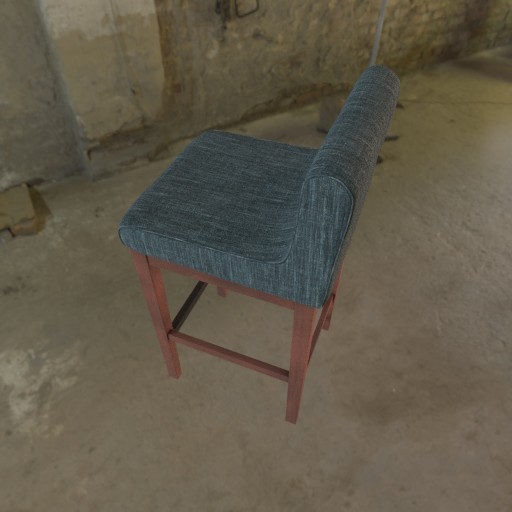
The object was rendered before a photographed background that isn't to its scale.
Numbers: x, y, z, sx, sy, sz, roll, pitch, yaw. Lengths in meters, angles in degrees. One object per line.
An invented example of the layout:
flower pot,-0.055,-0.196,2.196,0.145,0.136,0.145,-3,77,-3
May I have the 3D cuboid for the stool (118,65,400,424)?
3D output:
stool,0.000,0.000,1.066,0.459,0.835,0.395,16,48,15
